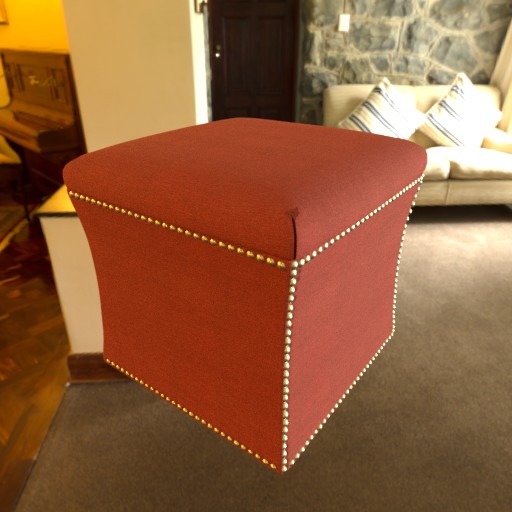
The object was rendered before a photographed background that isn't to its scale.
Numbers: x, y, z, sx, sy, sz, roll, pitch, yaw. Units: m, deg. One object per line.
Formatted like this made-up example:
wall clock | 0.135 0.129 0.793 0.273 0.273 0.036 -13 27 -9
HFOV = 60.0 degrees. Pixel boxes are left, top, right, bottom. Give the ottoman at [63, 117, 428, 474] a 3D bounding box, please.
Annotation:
ottoman | 0.000 0.000 0.897 0.497 0.475 0.507 19 32 32
